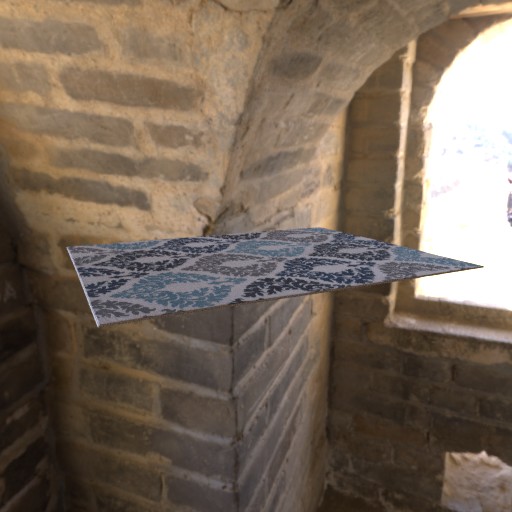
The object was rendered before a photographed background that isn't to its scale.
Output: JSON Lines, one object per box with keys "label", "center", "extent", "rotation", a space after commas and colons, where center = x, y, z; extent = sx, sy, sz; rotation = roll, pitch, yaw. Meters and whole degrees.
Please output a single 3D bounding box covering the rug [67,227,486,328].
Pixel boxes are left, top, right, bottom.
{"label": "rug", "center": [0.000, 0.000, 4.043], "extent": [3.040, 0.014, 2.423], "rotation": [-6, 14, -26]}
